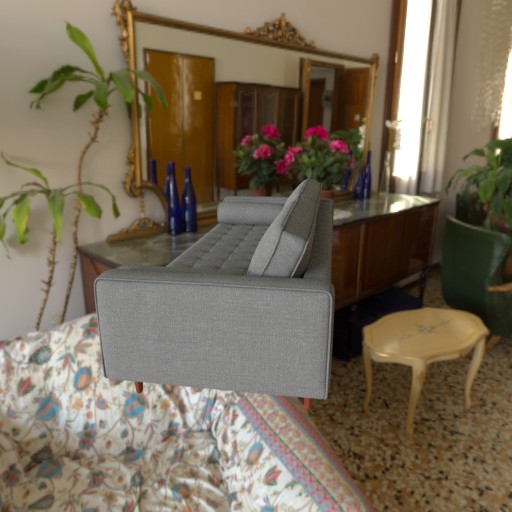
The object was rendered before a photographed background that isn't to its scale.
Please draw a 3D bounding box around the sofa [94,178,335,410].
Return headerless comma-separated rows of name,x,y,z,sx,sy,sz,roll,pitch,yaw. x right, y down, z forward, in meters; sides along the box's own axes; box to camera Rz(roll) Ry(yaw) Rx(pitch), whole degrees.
sofa,0.000,0.000,2.668,0.914,0.762,2.198,3,16,9
